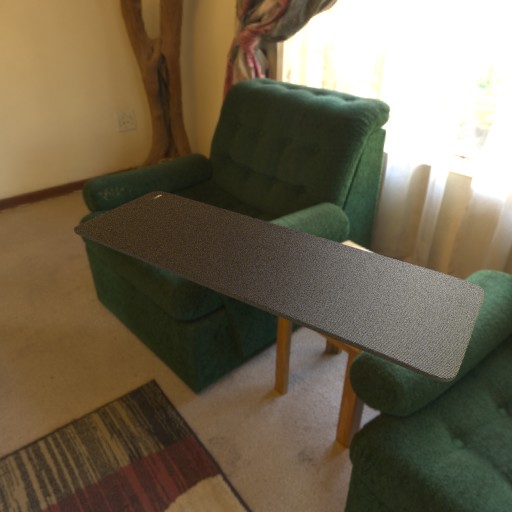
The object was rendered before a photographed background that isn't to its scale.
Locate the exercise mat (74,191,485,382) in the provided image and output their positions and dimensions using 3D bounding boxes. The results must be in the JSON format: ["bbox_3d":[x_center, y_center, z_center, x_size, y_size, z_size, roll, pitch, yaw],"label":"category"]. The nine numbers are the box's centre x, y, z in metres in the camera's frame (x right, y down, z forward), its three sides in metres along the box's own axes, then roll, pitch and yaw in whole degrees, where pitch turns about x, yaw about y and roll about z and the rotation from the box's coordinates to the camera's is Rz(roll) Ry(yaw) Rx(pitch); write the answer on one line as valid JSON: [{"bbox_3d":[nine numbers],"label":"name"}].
[{"bbox_3d":[0.000,0.000,2.030,1.869,0.021,0.616,19,36,28],"label":"exercise mat"}]
